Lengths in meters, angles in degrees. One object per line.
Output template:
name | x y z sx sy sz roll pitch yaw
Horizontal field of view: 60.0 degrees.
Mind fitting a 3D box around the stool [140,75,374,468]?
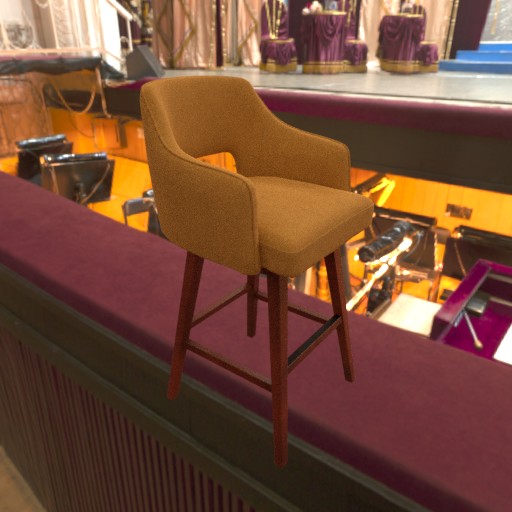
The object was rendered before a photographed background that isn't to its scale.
stool | 0.000 0.000 1.368 0.558 1.012 0.548 18 31 33
